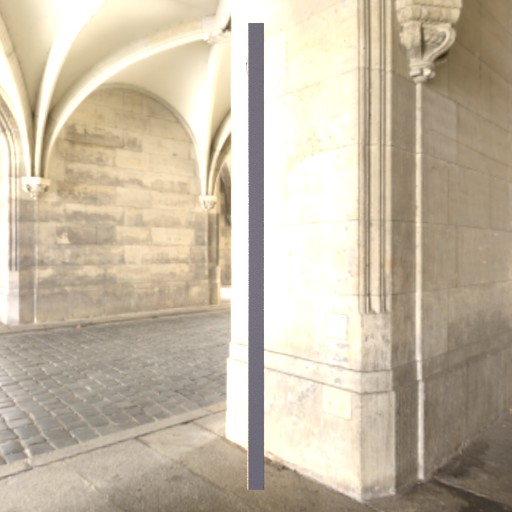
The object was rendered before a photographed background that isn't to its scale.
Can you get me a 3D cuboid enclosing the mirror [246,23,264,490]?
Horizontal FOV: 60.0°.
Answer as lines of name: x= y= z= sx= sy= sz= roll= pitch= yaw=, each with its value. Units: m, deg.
mirror: x=0.000 y=0.000 z=1.344 sx=0.040 sy=1.016 sz=0.762 roll=0 pitch=0 yaw=0
